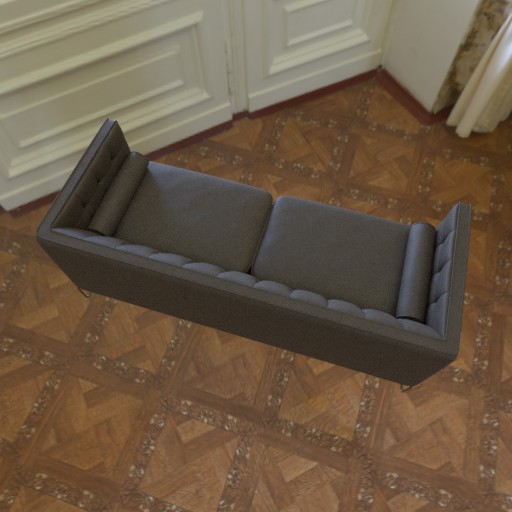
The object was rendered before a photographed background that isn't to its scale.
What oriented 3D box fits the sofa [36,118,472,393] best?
[{"bbox_3d":[0.000,0.000,2.550,2.087,0.789,0.867,15,63,8],"label":"sofa"}]
